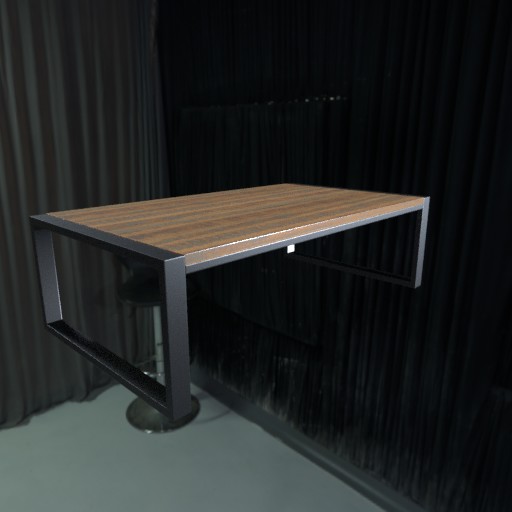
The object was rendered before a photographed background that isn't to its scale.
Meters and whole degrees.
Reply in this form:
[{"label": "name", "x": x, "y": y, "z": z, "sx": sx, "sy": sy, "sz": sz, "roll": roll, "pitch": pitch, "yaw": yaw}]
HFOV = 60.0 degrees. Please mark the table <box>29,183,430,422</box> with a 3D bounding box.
[{"label": "table", "x": 0.000, "y": 0.000, "z": 1.712, "sx": 0.750, "sy": 0.400, "sz": 1.350, "roll": 14, "pitch": 21, "yaw": 42}]
